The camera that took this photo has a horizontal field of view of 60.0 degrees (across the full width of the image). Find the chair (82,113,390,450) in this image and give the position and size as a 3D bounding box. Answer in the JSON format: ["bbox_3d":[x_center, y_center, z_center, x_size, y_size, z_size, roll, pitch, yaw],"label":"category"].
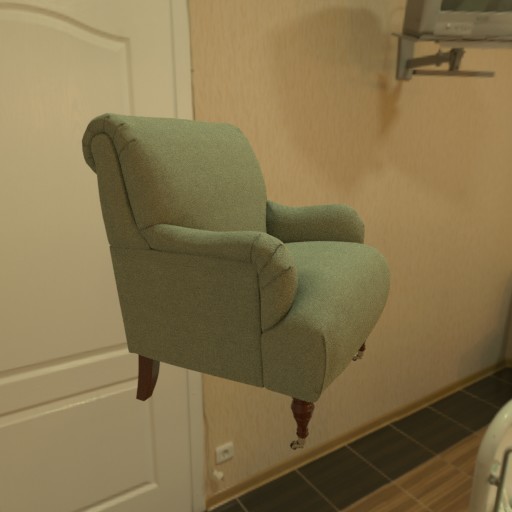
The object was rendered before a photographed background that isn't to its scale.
[{"bbox_3d":[0.000,0.000,1.952,1.060,1.178,0.964,7,16,27],"label":"chair"}]
